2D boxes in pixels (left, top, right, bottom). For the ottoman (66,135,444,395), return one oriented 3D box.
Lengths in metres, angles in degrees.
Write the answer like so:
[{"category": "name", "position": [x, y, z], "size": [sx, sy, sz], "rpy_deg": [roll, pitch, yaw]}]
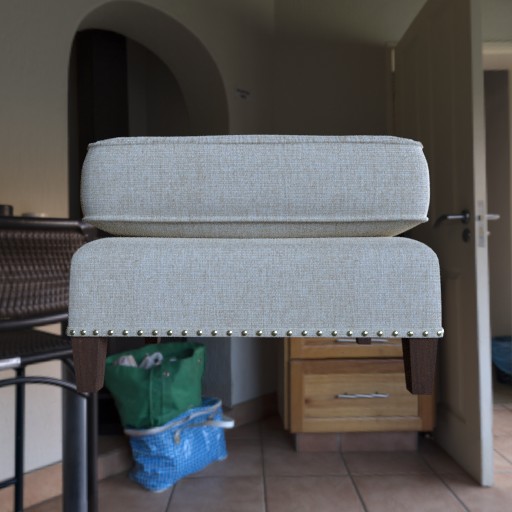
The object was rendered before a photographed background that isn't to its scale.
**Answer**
[{"category": "ottoman", "position": [0.000, 0.000, 1.137], "size": [0.738, 0.537, 0.589], "rpy_deg": [0, 0, 1]}]
